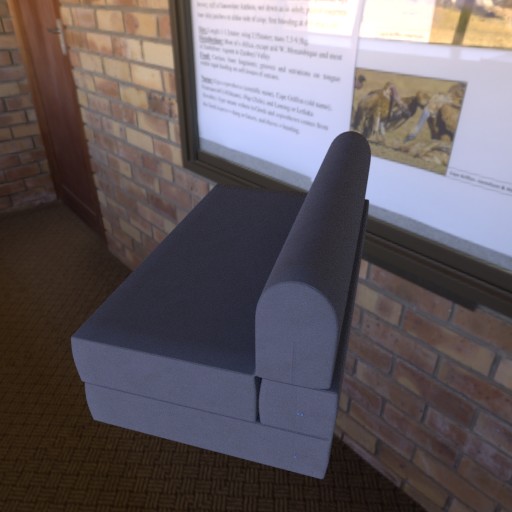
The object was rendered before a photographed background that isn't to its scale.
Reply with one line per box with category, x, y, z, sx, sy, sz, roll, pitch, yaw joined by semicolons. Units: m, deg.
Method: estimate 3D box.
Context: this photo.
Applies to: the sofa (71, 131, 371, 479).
sofa;0.000;0.000;1.660;0.762;0.660;1.219;8;32;14
